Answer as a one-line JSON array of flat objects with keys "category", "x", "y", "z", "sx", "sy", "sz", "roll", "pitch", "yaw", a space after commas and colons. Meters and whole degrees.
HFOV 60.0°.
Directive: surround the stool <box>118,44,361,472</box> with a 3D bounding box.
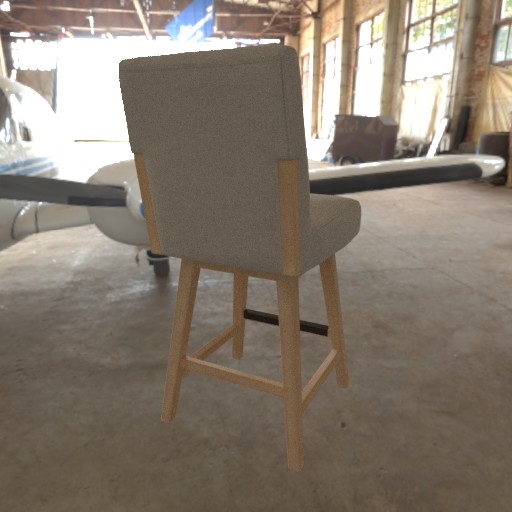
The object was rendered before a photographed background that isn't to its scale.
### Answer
[{"category": "stool", "x": 0.000, "y": 0.000, "z": 1.357, "sx": 0.507, "sy": 1.085, "sz": 0.606, "roll": 8, "pitch": 18, "yaw": 26}]
